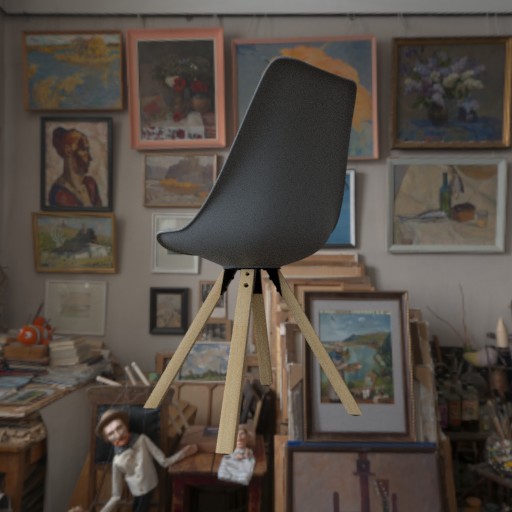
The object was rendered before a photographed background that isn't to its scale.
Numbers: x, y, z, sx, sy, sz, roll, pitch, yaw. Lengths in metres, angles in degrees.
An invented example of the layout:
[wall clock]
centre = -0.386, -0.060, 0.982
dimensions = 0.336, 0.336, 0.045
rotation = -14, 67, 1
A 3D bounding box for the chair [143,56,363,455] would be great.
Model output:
[chair]
centre = 0.000, 0.000, 1.211
dimensions = 0.485, 0.850, 0.549
rotation = 1, -2, -37
